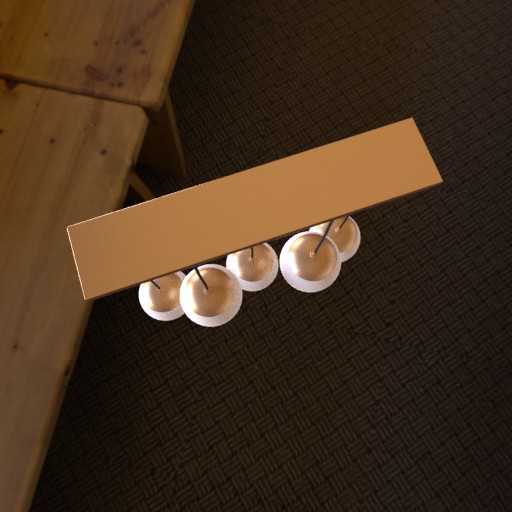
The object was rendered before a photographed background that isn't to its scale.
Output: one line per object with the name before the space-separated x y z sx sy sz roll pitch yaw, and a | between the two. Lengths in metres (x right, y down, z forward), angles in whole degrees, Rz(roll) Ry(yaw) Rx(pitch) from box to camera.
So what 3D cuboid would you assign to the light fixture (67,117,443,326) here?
light fixture | 0.000 0.000 1.329 0.863 0.869 0.299 -18 77 -5
